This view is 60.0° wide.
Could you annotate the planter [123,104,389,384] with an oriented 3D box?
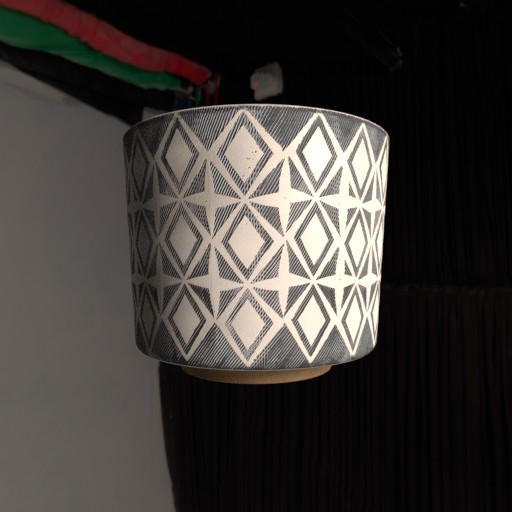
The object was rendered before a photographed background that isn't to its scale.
[{"bbox_3d":[0.000,0.000,0.451,0.260,0.220,0.260,0,-1,0],"label":"planter"}]
